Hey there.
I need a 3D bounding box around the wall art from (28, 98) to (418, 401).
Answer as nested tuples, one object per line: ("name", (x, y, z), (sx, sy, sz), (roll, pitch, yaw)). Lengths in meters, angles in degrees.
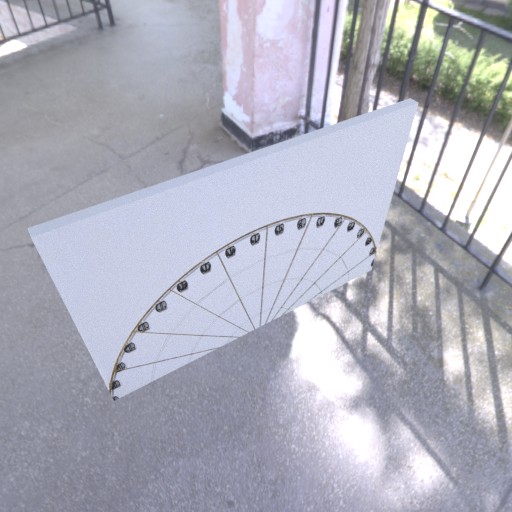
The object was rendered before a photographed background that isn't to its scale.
("wall art", (0.000, 0.000, 1.438), (1.144, 0.767, 0.038), (-24, 51, -21))
